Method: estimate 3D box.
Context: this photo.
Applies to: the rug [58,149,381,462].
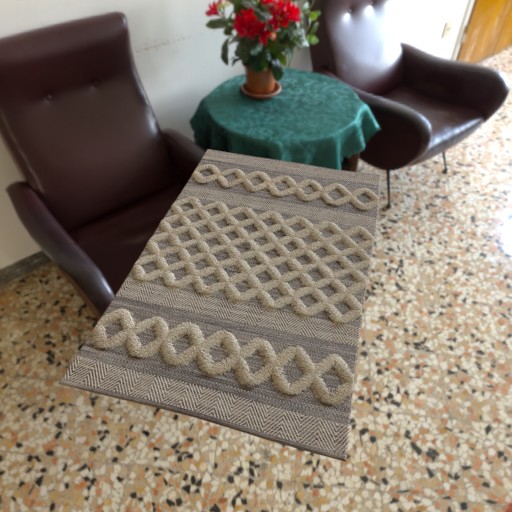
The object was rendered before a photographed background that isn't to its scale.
[{"bbox_3d":[0.000,0.000,2.961,1.513,0.033,2.333,11,46,11],"label":"rug"}]
